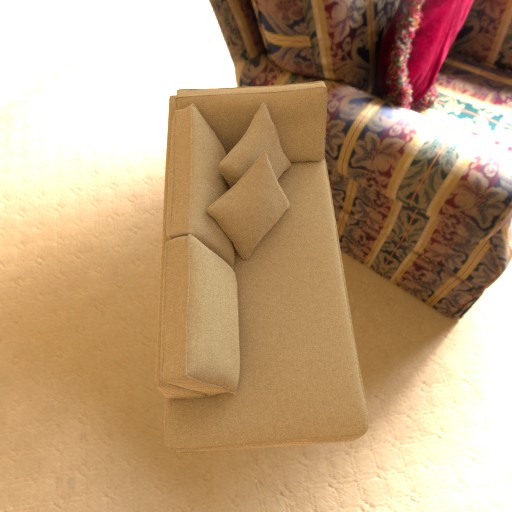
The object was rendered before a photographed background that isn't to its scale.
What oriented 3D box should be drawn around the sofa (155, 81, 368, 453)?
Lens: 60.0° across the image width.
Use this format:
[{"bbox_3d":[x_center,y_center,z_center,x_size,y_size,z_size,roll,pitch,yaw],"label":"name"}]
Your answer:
[{"bbox_3d":[0.000,0.000,2.822,1.110,1.033,2.237,-3,63,-1],"label":"sofa"}]
